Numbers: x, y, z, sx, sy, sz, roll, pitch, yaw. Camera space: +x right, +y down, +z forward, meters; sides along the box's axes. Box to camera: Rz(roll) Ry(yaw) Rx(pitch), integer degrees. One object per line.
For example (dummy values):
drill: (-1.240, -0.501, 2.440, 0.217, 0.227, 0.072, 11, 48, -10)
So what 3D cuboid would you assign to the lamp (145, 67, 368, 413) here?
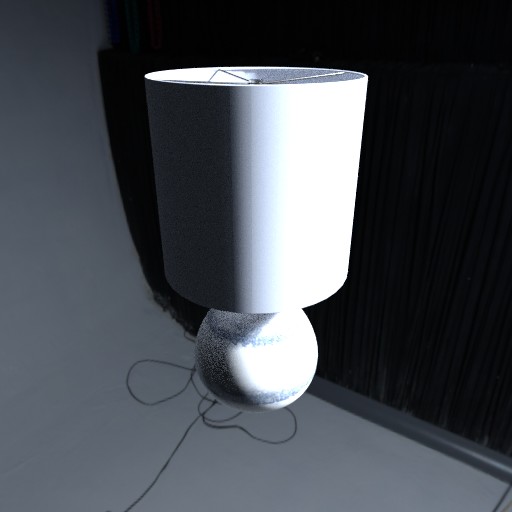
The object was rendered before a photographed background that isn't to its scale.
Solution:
lamp: (0.000, 0.000, 0.531, 0.216, 0.404, 0.216, 17, 31, 31)
